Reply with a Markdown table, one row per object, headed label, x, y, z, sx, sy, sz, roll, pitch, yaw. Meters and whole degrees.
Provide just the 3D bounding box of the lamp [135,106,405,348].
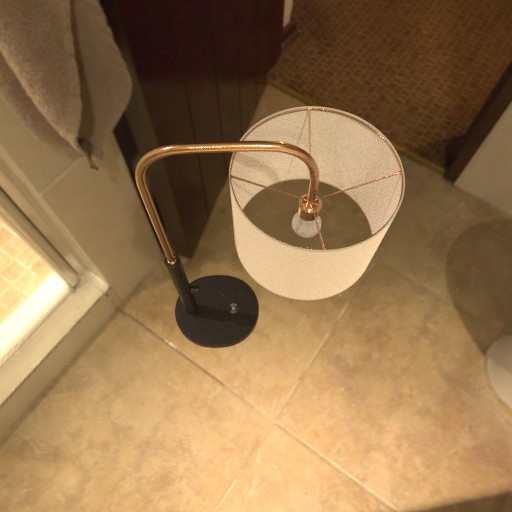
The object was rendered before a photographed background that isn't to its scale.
| label | x | y | z | sx | sy | sz | roll | pitch | yaw |
| --- | --- | --- | --- | --- | --- | --- | --- | --- | --- |
| lamp | 0.000 | 0.000 | 0.699 | 0.337 | 0.540 | 0.199 | -2 | 64 | -1 |
